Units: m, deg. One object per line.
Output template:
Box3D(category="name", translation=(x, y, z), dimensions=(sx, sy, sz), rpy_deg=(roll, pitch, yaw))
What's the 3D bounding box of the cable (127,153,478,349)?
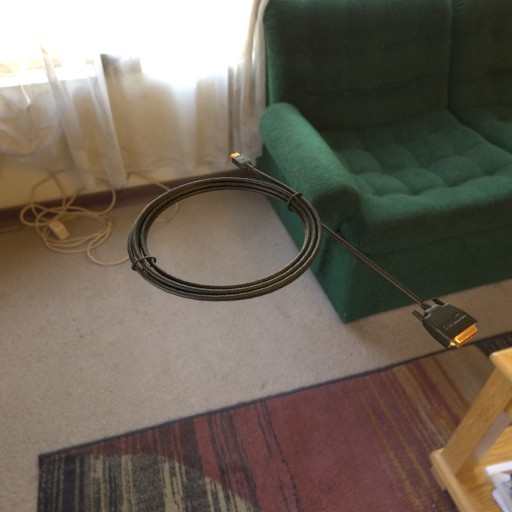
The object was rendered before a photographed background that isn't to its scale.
Box3D(category="cable", translation=(0.000, 0.000, 0.513), dimensions=(0.257, 0.030, 0.422), rpy_deg=(-25, 47, -25))
